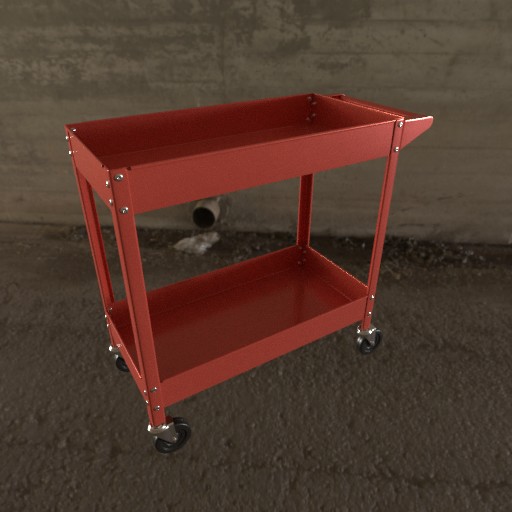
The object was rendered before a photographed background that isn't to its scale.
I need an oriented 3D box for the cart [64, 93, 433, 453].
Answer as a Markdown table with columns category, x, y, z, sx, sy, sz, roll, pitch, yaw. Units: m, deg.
| category | x | y | z | sx | sy | sz | roll | pitch | yaw |
| --- | --- | --- | --- | --- | --- | --- | --- | --- | --- |
| cart | 0.000 | 0.000 | 1.174 | 0.779 | 0.719 | 0.366 | -17 | 35 | -27 |
